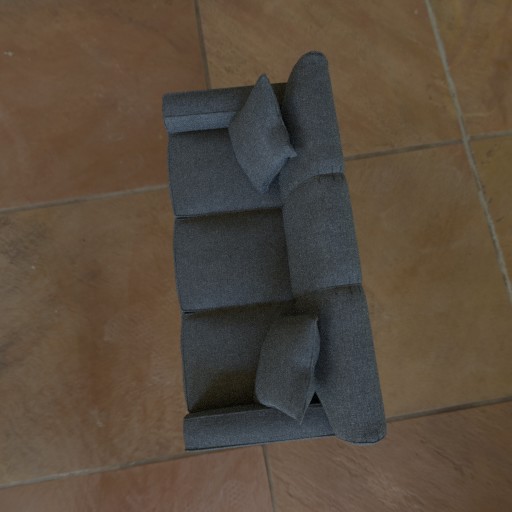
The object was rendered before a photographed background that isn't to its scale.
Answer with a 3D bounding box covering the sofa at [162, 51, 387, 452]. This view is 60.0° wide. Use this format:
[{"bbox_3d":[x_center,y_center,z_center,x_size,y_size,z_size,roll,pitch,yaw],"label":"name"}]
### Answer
[{"bbox_3d":[0.000,0.000,2.583,0.997,0.958,2.024,-6,77,-1],"label":"sofa"}]
